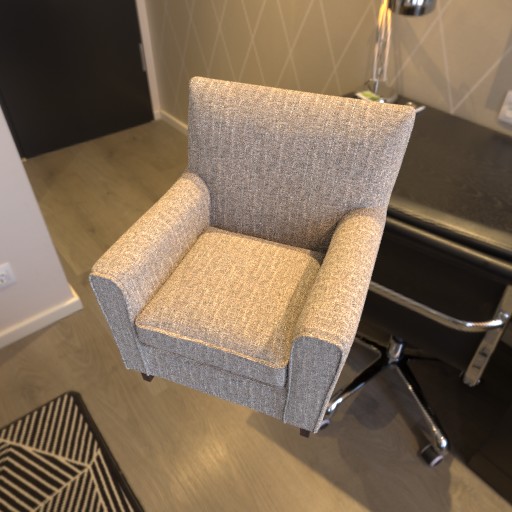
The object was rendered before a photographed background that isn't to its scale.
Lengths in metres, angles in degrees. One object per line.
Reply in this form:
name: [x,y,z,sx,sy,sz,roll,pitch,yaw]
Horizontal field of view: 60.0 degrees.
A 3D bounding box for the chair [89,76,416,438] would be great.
chair: [0.000,0.000,1.637,0.864,0.928,0.873,14,43,15]
